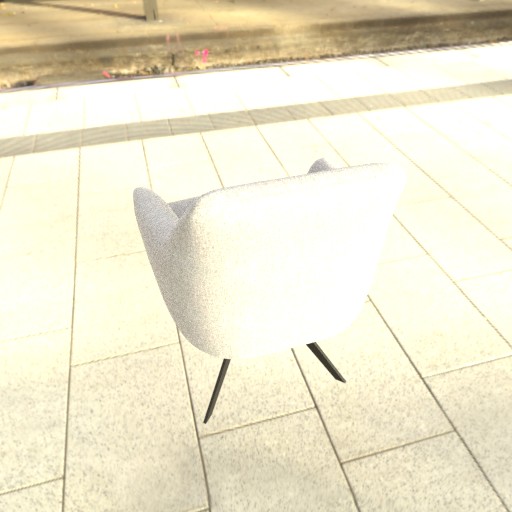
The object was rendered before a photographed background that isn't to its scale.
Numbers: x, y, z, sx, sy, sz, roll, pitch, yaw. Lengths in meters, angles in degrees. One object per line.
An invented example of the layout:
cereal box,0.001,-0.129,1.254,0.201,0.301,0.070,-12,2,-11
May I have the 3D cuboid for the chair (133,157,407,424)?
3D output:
chair,0.000,0.000,1.333,0.642,0.874,0.677,-12,42,-13
